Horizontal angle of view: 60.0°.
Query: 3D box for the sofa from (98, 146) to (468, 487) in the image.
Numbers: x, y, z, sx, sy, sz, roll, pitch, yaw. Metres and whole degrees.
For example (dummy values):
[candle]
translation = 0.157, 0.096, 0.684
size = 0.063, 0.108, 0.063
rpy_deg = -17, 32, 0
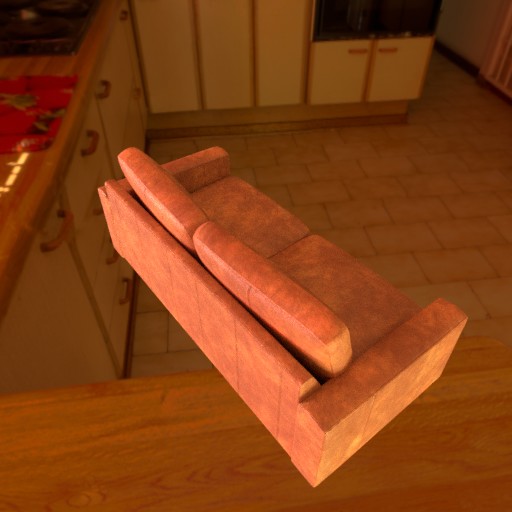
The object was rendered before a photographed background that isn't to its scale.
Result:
[sofa]
translation = 0.000, 0.000, 2.648
size = 1.016, 0.873, 2.179
rpy_deg = -27, 49, -27
